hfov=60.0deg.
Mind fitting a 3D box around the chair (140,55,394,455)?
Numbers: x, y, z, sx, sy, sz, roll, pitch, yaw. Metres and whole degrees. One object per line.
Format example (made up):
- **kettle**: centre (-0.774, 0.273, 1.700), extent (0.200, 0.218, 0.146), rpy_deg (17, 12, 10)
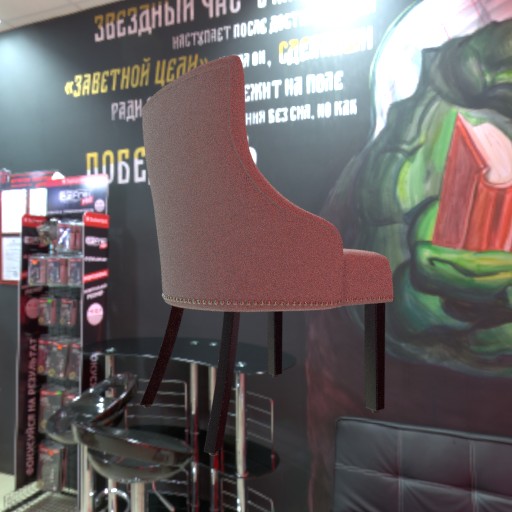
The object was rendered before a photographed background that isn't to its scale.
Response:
- **chair**: centre (0.000, 0.000, 1.332), extent (0.629, 0.909, 0.566), rpy_deg (0, 0, -36)
